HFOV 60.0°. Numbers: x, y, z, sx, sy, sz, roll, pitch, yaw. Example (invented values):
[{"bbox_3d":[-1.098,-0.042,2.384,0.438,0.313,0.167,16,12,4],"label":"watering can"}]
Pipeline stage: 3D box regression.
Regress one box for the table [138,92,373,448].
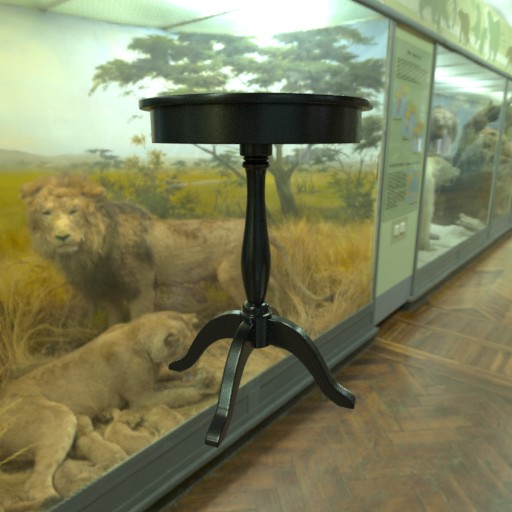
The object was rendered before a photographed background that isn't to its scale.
[{"bbox_3d":[0.000,0.000,1.014,0.481,0.665,0.481,0,15,0],"label":"table"}]
